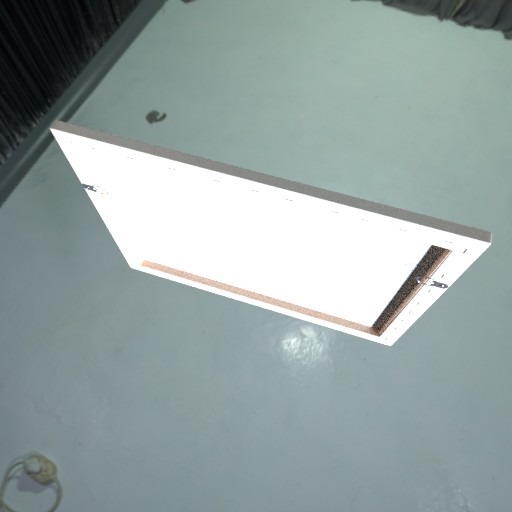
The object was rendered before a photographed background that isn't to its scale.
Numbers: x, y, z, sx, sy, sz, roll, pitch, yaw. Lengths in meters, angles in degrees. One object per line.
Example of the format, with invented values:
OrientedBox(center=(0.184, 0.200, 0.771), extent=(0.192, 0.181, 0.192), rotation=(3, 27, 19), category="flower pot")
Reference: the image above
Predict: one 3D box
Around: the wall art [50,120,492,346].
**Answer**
OrientedBox(center=(0.000, 0.000, 1.583), extent=(1.219, 0.912, 0.042), rotation=(16, 64, 8), category="wall art")
